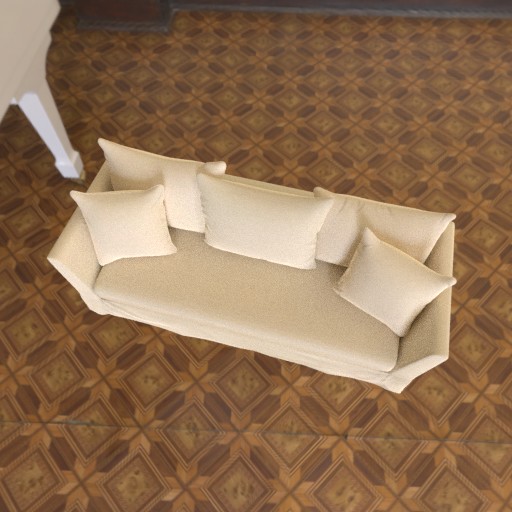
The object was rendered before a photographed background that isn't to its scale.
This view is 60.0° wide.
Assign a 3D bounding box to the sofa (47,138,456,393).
[{"bbox_3d":[0.000,0.000,3.059,2.484,1.042,1.030,13,59,8],"label":"sofa"}]
